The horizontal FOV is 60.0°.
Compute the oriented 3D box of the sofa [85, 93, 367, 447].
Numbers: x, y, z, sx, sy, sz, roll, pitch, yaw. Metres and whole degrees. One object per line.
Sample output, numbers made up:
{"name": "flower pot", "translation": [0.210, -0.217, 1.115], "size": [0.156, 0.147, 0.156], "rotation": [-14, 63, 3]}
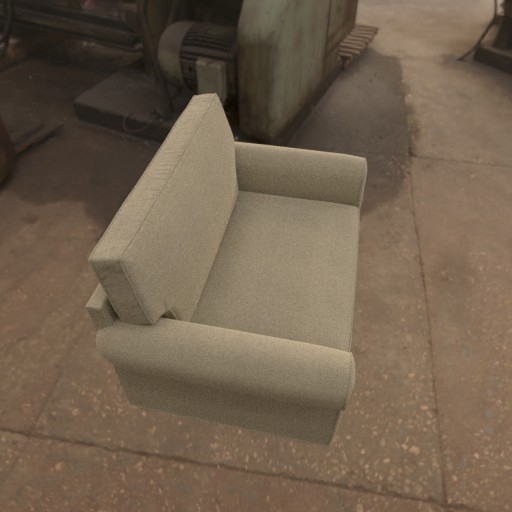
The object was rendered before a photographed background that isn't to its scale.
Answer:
{"name": "sofa", "translation": [0.000, 0.000, 2.052], "size": [0.936, 0.991, 1.405], "rotation": [9, 47, 8]}
